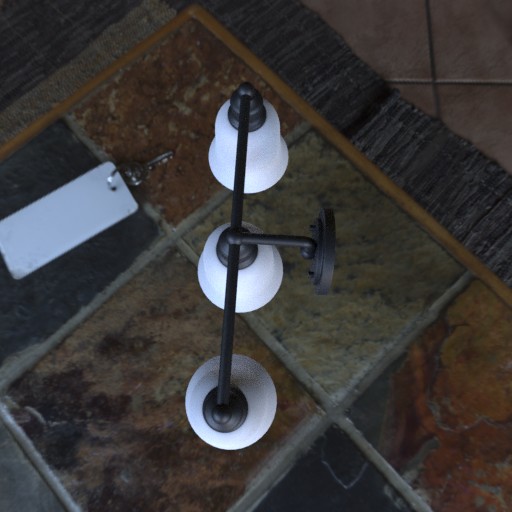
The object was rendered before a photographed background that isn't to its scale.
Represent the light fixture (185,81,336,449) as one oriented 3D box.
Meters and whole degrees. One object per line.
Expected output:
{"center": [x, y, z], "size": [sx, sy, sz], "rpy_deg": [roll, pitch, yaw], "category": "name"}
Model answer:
{"center": [0.000, 0.000, 0.653], "size": [0.198, 0.211, 0.570], "rpy_deg": [3, 76, 1], "category": "light fixture"}
